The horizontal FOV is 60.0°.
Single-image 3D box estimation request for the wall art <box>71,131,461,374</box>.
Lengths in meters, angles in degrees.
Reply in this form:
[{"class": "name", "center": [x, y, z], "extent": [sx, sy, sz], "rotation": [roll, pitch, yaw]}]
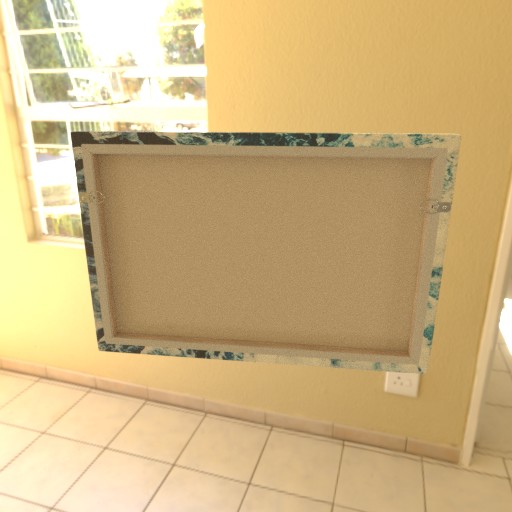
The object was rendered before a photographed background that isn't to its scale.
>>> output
[{"class": "wall art", "center": [0.000, 0.000, 1.895], "extent": [1.524, 1.017, 0.055], "rotation": [2, 19, 7]}]
